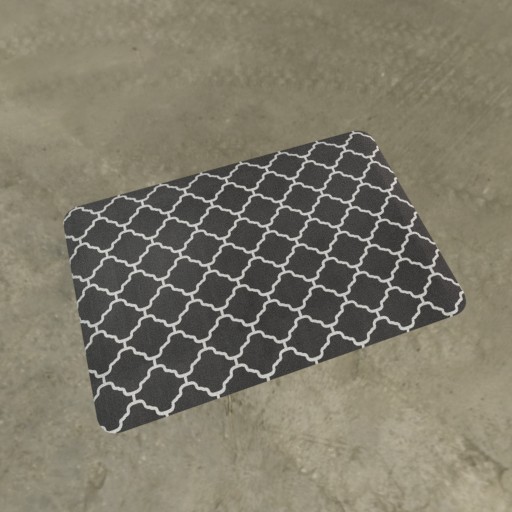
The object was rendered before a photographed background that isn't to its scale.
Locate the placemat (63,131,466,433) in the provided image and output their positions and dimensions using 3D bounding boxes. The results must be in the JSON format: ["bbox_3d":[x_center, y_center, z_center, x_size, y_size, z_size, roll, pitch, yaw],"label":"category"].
[{"bbox_3d":[0.000,0.000,0.948,0.762,0.021,0.508,-17,65,-8],"label":"placemat"}]
